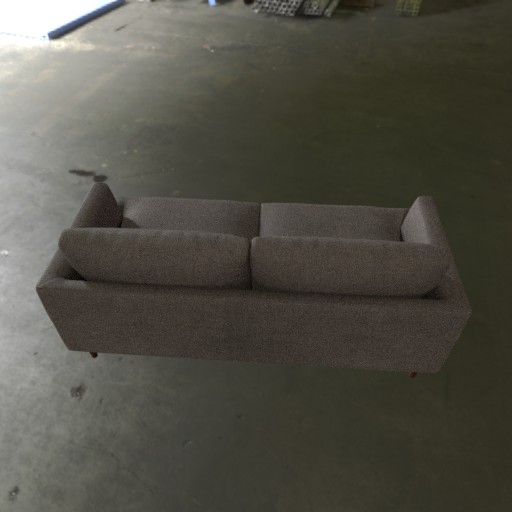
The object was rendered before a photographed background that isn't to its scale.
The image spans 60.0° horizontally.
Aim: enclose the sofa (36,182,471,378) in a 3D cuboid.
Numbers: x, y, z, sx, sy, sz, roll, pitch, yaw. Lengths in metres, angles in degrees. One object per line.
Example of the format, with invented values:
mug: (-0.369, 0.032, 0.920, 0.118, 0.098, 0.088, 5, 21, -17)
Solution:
sofa: (0.000, 0.000, 2.448, 1.948, 0.868, 1.020, 3, 45, 3)
